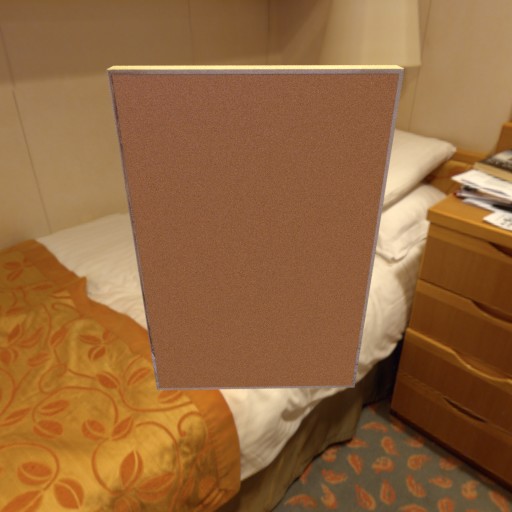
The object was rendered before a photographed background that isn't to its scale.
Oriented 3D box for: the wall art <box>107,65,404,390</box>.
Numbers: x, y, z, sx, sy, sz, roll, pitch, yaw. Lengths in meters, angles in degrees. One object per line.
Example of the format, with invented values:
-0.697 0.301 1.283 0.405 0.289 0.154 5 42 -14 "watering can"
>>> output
0.000 0.000 0.768 0.403 0.607 0.036 -1 30 -1 "wall art"
